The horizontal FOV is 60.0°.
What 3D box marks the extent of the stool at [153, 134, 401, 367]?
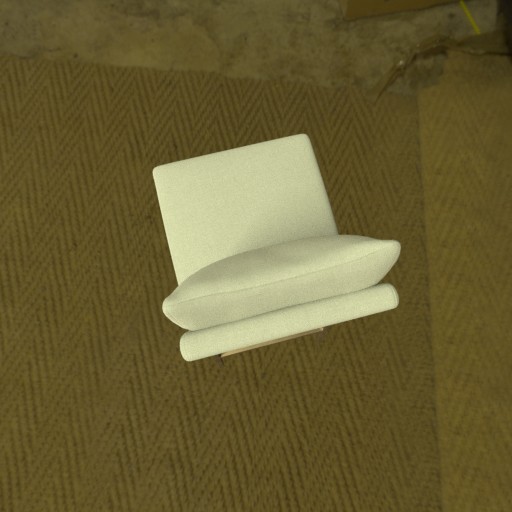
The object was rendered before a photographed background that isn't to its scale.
[{"bbox_3d":[0.000,0.000,1.327,0.463,1.032,0.572,-14,75,-4],"label":"stool"}]
